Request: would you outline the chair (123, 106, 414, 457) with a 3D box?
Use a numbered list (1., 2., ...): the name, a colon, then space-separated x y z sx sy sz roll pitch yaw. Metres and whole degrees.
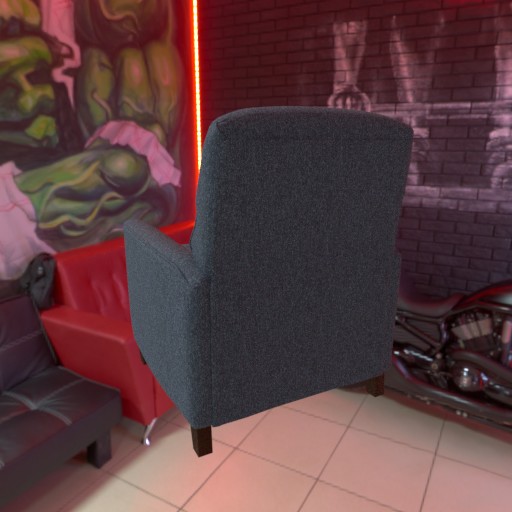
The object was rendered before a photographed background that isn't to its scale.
1. chair: 0.000 0.000 1.659 0.839 1.016 0.850 -7 16 -27
